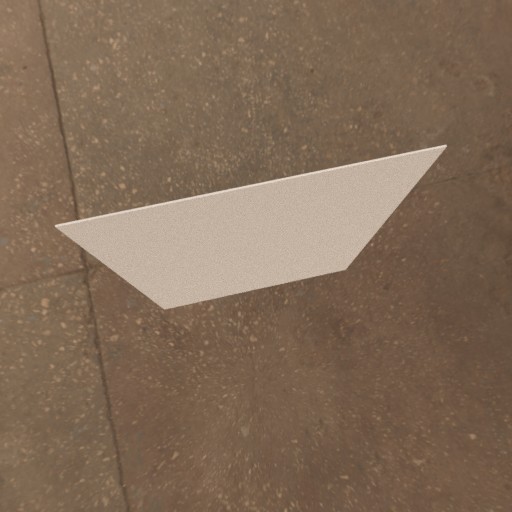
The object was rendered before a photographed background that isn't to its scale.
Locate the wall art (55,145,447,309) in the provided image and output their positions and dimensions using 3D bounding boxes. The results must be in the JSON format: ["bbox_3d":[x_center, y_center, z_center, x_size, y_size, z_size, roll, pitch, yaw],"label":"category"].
[{"bbox_3d":[0.000,0.000,0.799,0.457,0.610,0.003,-12,75,-3],"label":"wall art"}]
